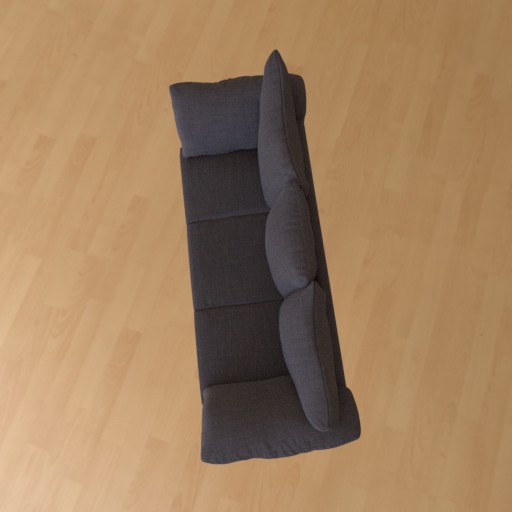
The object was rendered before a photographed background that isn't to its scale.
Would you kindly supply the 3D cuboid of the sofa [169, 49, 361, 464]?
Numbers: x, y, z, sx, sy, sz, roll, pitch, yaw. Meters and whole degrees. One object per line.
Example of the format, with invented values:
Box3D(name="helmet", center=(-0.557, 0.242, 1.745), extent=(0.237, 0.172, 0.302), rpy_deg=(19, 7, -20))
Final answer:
Box3D(name="sofa", center=(0.000, 0.000, 2.840), extent=(0.883, 1.080, 2.336), rpy_deg=(-7, 77, -2))
